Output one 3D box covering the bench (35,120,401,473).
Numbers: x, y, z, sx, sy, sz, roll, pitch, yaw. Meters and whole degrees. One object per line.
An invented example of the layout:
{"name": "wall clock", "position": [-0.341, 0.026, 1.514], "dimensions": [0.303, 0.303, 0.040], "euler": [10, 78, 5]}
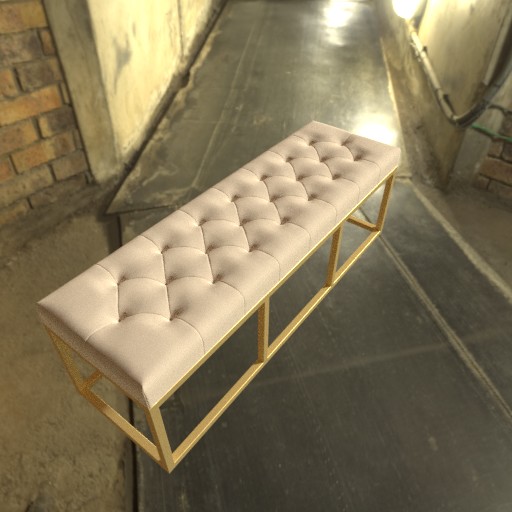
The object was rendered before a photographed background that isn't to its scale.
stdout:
{"name": "bench", "position": [0.000, 0.000, 1.722], "dimensions": [0.457, 0.484, 1.473], "euler": [27, 49, 27]}
